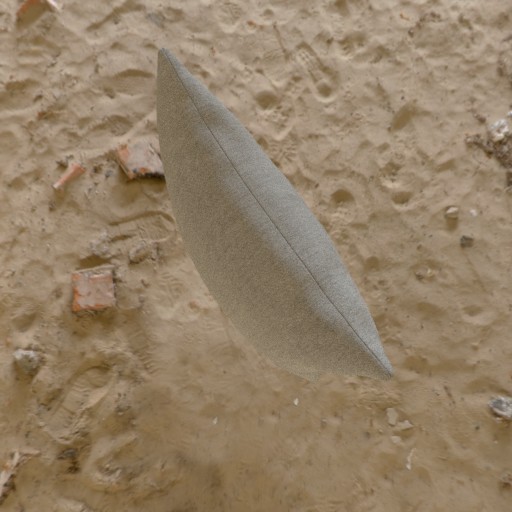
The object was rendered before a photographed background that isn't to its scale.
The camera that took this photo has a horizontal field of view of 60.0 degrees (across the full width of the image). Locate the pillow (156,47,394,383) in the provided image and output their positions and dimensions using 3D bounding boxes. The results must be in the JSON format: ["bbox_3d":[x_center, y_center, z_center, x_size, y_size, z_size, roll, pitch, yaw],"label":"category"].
[{"bbox_3d":[0.000,0.000,0.664,0.173,0.436,0.433,-32,77,-8],"label":"pillow"}]
